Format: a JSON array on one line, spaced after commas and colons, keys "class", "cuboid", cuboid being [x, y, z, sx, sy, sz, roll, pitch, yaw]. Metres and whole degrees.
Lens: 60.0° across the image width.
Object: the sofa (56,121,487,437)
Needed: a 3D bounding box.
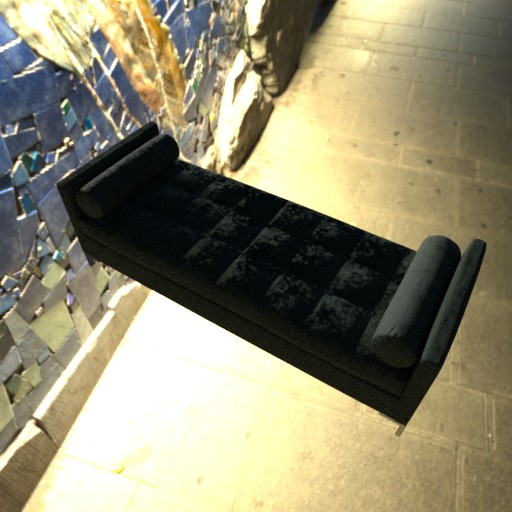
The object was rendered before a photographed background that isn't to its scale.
[{"class": "sofa", "cuboid": [0.000, 0.000, 2.454, 2.102, 0.657, 0.797, 24, 51, 21]}]
